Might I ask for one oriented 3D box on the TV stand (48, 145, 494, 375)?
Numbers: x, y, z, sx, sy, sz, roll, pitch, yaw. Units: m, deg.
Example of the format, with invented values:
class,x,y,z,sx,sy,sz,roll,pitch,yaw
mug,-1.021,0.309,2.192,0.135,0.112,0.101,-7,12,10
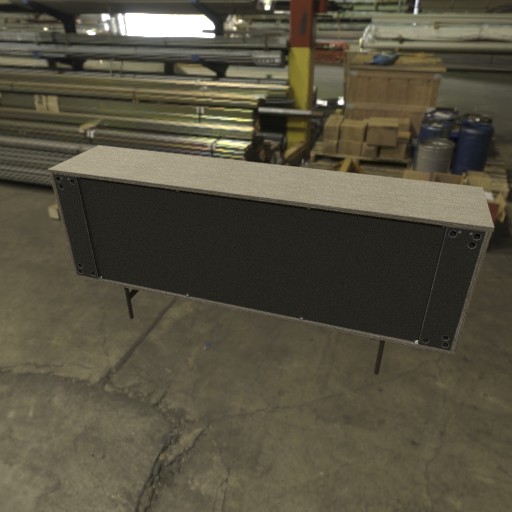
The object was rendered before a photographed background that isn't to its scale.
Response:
class,x,y,z,sx,sy,sz,roll,pitch,yaw
TV stand,0.000,0.000,2.083,1.804,0.787,0.405,10,32,16
